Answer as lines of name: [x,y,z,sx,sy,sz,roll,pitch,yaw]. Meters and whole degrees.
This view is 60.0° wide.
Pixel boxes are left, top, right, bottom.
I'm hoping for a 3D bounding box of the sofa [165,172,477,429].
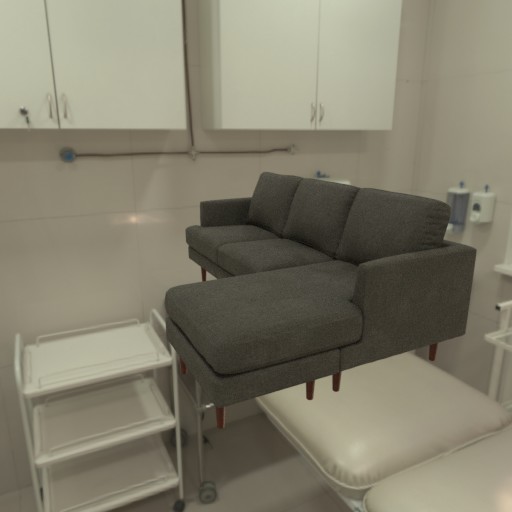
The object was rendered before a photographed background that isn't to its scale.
sofa: [0.000,0.000,3.022,1.504,0.956,2.233,-8,18,-26]
